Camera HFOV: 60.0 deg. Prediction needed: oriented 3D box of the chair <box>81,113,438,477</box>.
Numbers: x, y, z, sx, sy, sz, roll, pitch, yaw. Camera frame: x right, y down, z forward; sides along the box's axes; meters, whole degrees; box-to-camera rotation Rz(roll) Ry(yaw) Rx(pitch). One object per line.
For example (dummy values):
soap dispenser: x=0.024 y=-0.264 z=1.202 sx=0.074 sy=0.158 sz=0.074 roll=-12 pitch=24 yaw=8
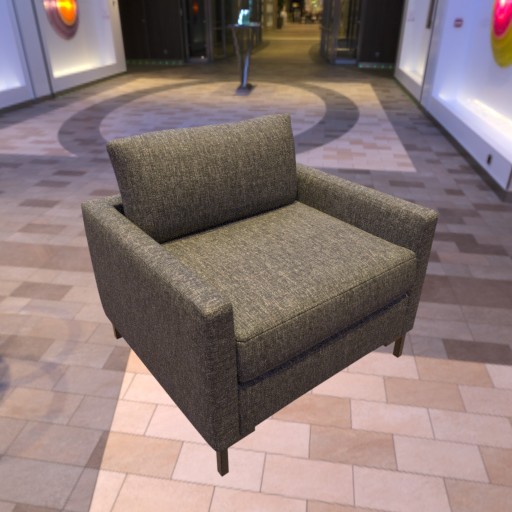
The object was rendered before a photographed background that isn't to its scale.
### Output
chair: x=0.000 y=0.000 z=1.624 sx=0.963 sy=0.861 sz=0.866 roll=-21 pitch=35 yaw=-32
